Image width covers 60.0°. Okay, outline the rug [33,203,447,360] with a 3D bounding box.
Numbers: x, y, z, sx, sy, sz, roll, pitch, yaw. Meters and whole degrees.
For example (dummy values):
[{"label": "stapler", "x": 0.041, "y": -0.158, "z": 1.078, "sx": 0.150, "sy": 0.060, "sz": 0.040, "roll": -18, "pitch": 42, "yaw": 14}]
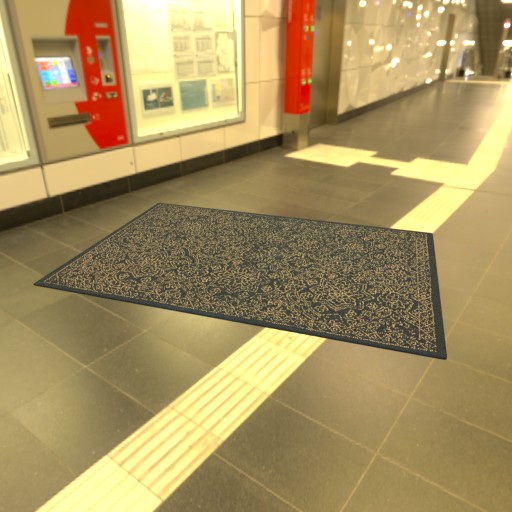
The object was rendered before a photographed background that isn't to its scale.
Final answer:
[{"label": "rug", "x": 0.000, "y": 0.000, "z": 2.367, "sx": 1.829, "sy": 0.010, "sz": 1.219, "roll": 8, "pitch": 27, "yaw": 16}]
